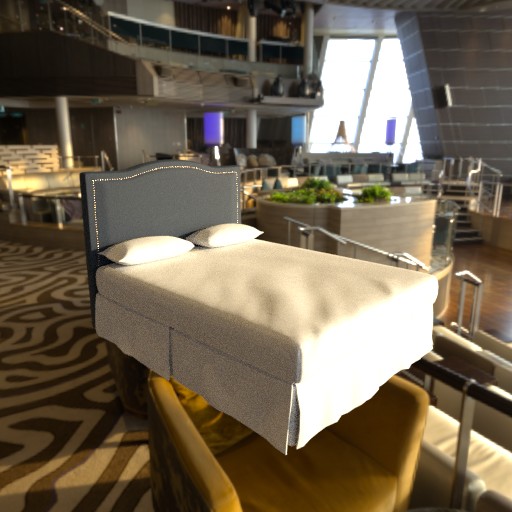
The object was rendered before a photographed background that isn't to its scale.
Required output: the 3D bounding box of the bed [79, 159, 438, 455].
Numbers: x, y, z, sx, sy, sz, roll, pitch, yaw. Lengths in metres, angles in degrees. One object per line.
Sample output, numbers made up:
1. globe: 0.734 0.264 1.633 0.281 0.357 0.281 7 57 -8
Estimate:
1. bed: 0.000 0.000 3.483 2.282 1.436 1.821 13 19 42
